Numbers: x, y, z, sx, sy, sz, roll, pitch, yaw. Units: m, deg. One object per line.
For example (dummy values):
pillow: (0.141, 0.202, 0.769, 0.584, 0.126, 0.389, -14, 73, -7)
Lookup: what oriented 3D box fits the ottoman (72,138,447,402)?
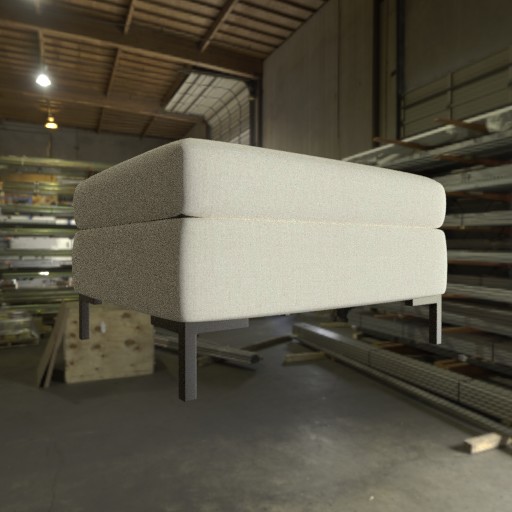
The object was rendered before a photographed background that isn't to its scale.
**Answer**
ottoman: (0.000, 0.000, 1.172, 0.794, 0.453, 0.657, -1, 1, -36)
